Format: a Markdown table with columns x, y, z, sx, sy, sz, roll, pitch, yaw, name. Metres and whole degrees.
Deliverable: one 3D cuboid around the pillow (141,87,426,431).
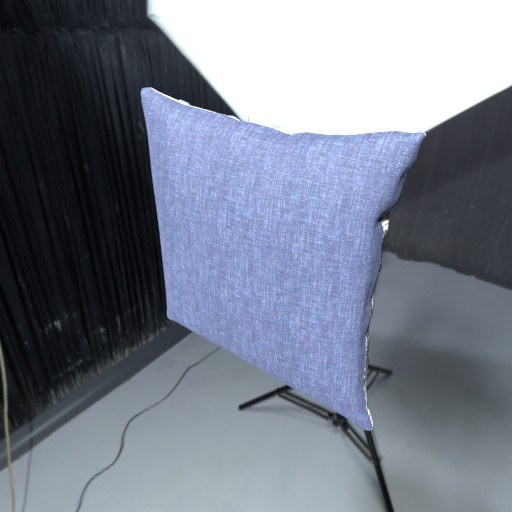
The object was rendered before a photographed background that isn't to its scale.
| x | y | z | sx | sy | sz | roll | pitch | yaw | name |
| --- | --- | --- | --- | --- | --- | --- | --- | --- | --- |
| 0.000 | 0.000 | 0.773 | 0.510 | 0.510 | 0.145 | 21 | 36 | 32 | pillow |
